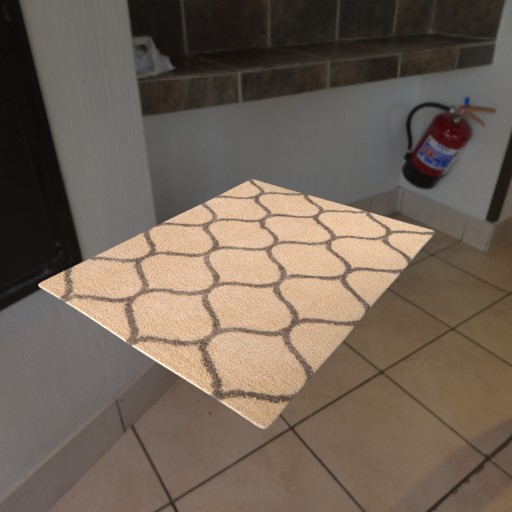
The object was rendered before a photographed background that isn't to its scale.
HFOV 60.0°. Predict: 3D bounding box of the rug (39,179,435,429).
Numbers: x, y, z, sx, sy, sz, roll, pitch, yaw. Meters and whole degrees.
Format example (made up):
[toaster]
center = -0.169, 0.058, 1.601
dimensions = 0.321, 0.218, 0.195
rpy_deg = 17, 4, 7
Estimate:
[rug]
center = 0.000, 0.000, 4.169
dimensions = 2.399, 0.026, 3.000
rpy_deg = 22, 37, 31
